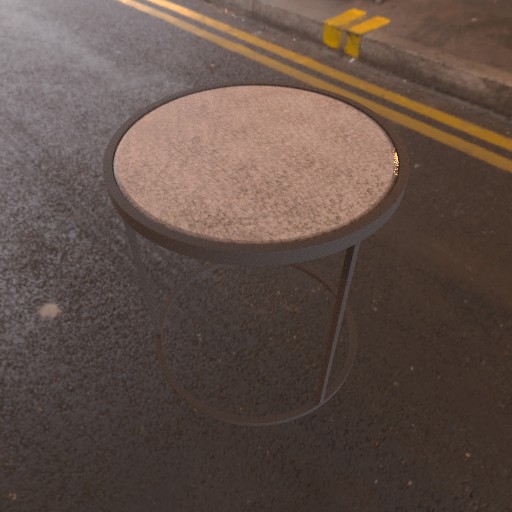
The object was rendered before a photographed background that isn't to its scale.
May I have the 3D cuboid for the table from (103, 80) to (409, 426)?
[{"bbox_3d":[0.000,0.000,0.876,0.470,0.498,0.470,0,46,0],"label":"table"}]
